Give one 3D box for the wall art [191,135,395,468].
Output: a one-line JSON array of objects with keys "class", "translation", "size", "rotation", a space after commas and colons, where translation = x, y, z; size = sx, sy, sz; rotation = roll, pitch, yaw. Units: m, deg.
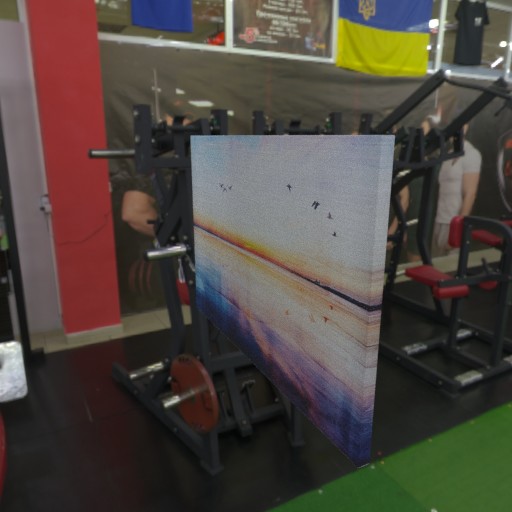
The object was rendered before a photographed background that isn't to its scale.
[{"class": "wall art", "translation": [0.000, 0.000, 1.441], "size": [0.034, 0.756, 1.137], "rotation": [-7, 17, -26]}]
